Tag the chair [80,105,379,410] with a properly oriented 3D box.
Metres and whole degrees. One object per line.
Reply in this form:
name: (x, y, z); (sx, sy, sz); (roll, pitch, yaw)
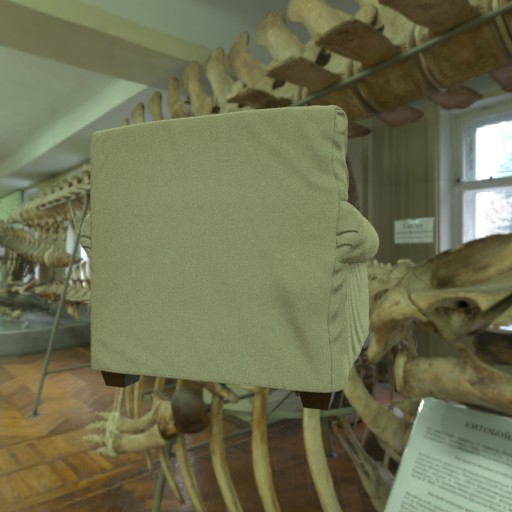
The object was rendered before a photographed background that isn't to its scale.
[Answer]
chair: (0.000, 0.000, 1.798); (0.940, 0.866, 1.066); (0, 0, 19)
